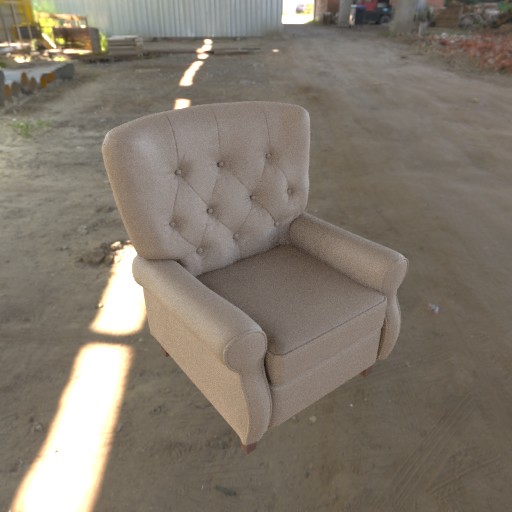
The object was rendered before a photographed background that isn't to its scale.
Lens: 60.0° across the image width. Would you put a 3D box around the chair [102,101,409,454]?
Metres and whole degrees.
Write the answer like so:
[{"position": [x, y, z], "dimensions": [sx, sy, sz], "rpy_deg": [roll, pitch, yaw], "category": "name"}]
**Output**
[{"position": [0.000, 0.000, 1.919], "dimensions": [0.999, 1.138, 1.041], "rpy_deg": [-20, 35, -31], "category": "chair"}]
